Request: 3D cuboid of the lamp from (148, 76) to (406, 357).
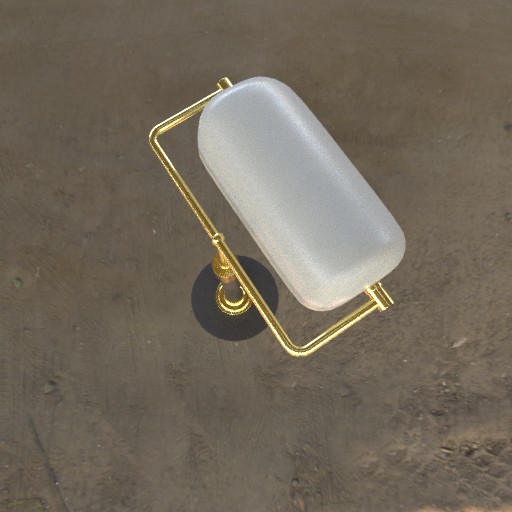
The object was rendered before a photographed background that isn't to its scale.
[{"bbox_3d":[0.000,0.000,0.556,0.227,0.404,0.269,-33,78,-8],"label":"lamp"}]
